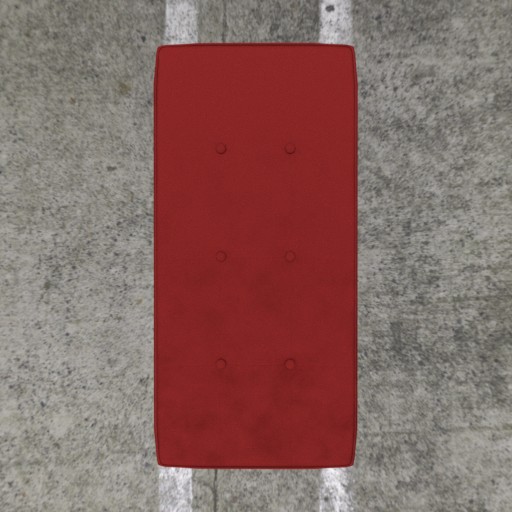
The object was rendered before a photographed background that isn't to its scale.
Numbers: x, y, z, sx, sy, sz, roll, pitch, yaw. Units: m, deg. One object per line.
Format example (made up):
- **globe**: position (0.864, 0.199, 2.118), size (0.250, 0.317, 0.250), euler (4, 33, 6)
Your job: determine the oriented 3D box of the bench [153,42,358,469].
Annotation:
- **bench**: position (0.000, 0.000, 1.263), size (0.492, 0.471, 1.016), euler (0, 90, 0)
